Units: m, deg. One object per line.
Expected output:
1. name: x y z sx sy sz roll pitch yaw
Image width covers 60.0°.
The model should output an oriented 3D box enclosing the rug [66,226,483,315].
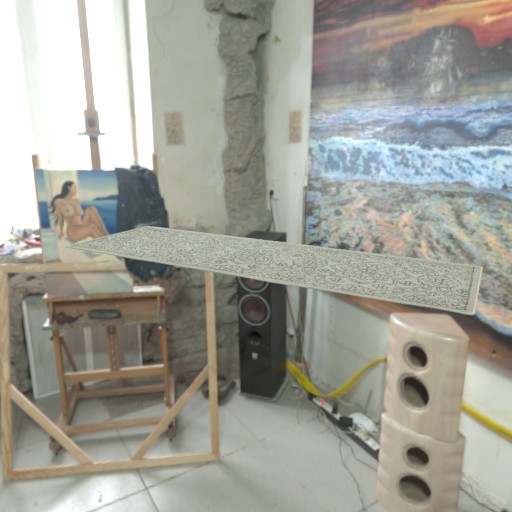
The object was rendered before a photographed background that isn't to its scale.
1. rug: 0.000 0.000 2.678 2.431 0.006 0.806 8 17 27
